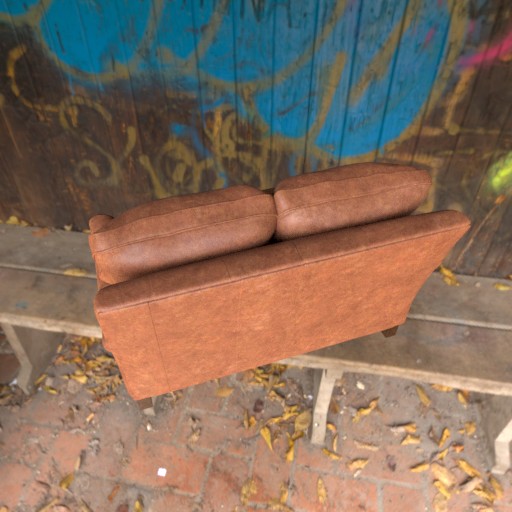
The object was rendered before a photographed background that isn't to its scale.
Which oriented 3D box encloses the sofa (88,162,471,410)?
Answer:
[{"bbox_3d":[0.000,0.000,2.188,1.527,1.004,1.077,-13,44,-14],"label":"sofa"}]
